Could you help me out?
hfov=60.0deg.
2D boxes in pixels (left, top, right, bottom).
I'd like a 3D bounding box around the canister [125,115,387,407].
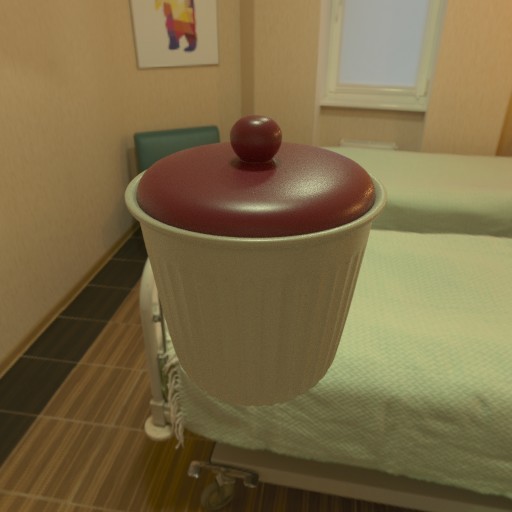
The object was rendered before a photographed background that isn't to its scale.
[{"bbox_3d":[0.000,0.000,0.343,0.181,0.211,0.181,0,29,0],"label":"canister"}]
